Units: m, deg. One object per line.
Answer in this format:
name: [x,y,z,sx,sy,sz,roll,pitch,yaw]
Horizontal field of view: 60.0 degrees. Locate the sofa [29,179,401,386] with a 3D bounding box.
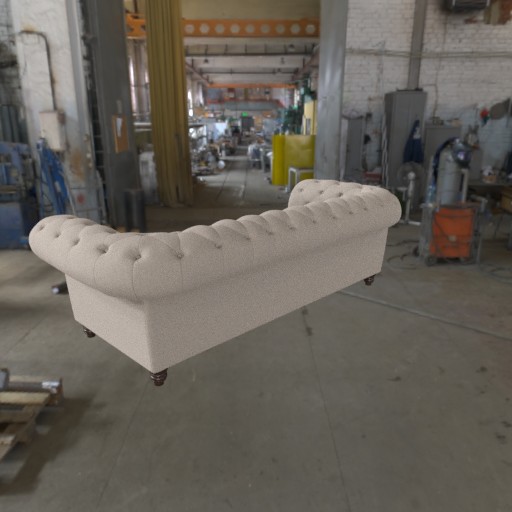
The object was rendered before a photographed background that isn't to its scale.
sofa: [0.000,0.000,2.836,0.991,0.749,2.411,16,23,42]
